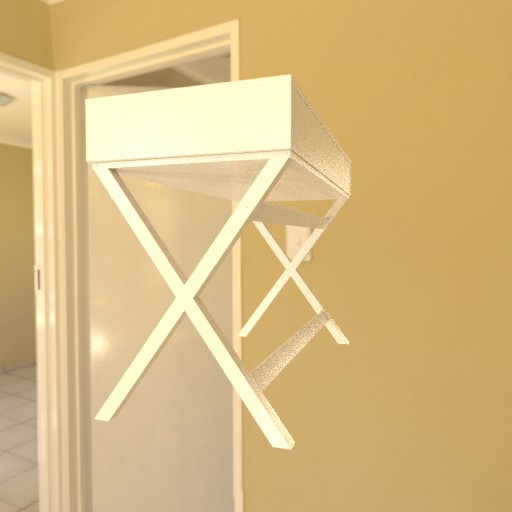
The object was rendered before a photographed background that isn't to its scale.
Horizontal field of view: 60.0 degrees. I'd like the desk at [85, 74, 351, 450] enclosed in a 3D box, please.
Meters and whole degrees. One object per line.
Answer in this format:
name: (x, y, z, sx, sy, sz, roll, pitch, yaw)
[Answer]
desk: (0.000, 0.000, 1.492, 0.509, 0.780, 1.059, 1, 2, 19)
